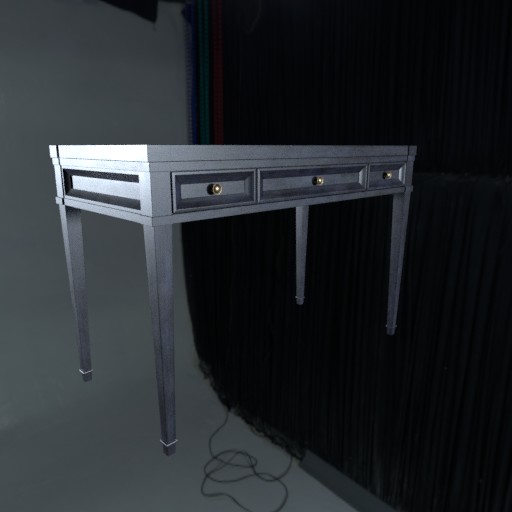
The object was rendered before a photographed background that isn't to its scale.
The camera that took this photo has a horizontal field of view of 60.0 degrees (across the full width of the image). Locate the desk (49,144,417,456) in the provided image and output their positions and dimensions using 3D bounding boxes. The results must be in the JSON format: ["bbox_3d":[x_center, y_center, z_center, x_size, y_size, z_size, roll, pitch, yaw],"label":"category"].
[{"bbox_3d":[0.000,0.000,1.778,1.289,0.861,0.630,-13,19,-42],"label":"desk"}]
